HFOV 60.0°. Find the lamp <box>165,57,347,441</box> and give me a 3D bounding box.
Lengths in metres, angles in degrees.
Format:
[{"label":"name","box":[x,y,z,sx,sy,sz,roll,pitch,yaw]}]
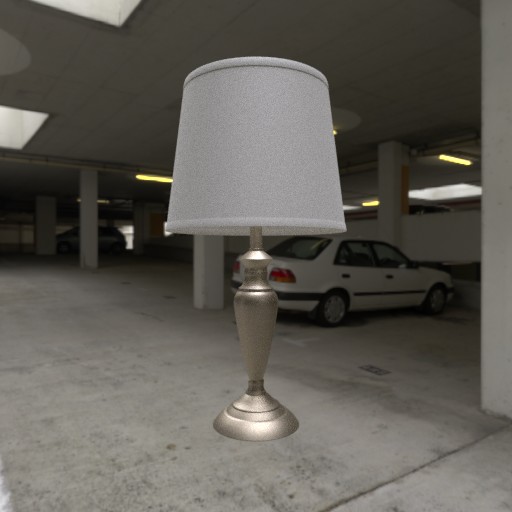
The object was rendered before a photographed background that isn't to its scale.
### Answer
[{"label":"lamp","box":[0.000,0.000,0.819,0.328,0.619,0.328,0,0,0]}]
